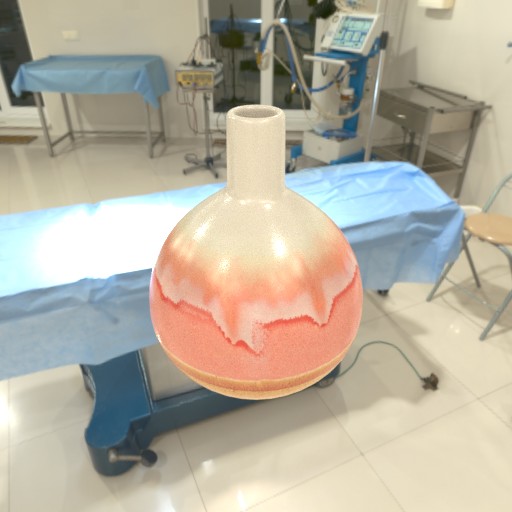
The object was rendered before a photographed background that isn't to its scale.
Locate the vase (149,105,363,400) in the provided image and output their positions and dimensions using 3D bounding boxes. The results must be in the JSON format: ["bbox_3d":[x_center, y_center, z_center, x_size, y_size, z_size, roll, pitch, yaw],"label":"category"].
[{"bbox_3d":[0.000,0.000,0.275,0.137,0.176,0.137,0,33,0],"label":"vase"}]
